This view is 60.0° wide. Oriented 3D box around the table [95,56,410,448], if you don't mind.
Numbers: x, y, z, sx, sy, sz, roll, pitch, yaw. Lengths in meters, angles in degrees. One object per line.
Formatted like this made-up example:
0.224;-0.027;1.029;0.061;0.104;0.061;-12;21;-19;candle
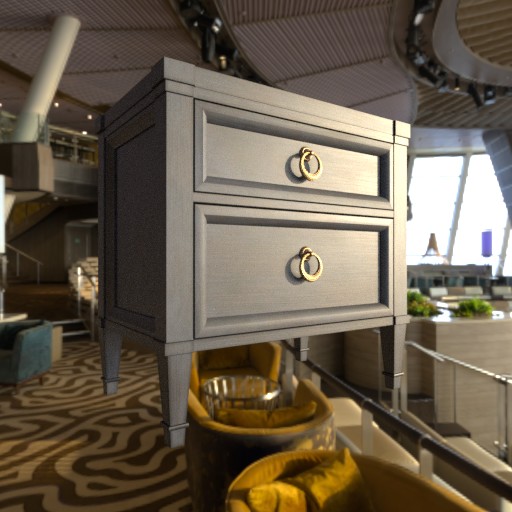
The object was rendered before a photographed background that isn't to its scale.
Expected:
0.000;0.000;1.088;0.660;0.660;0.413;0;0;-35;table
